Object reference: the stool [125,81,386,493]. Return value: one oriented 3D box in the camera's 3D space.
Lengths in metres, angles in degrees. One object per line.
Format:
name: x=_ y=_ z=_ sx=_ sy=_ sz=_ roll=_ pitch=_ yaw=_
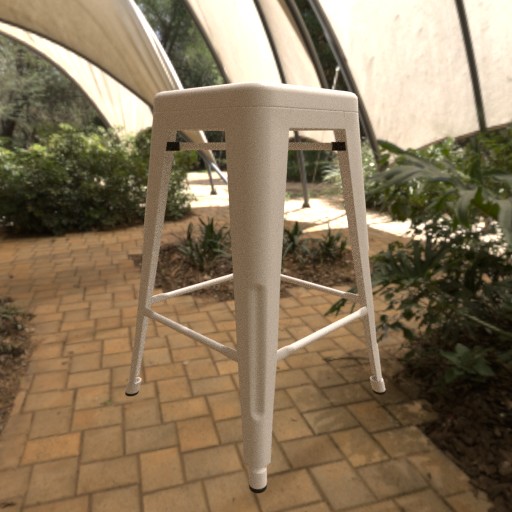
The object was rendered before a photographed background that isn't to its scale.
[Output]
stool: x=0.000 y=0.000 z=0.878 sx=0.406 sy=0.610 sz=0.406 roll=14 pitch=21 yaw=42
